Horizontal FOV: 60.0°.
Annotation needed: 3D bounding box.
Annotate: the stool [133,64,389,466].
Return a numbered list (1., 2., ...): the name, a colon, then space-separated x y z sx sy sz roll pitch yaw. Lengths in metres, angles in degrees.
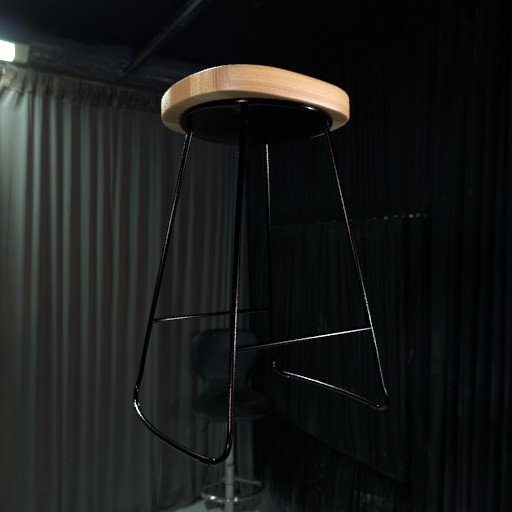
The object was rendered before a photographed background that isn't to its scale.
1. stool: 0.000 0.000 0.976 0.480 0.679 0.401 -1 1 -36
